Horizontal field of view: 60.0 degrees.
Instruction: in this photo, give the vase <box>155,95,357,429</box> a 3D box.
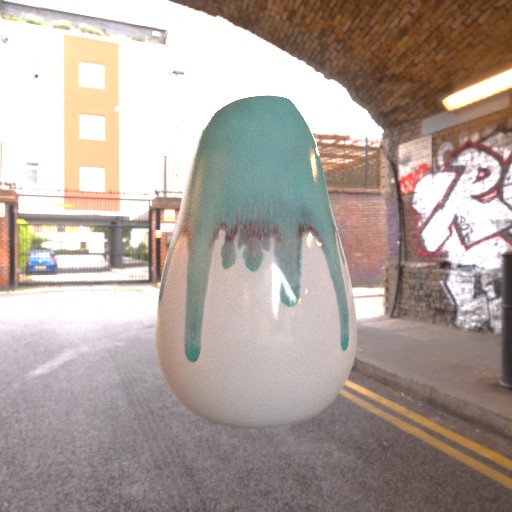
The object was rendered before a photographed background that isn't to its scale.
[{"bbox_3d":[0.000,0.000,0.260,0.116,0.179,0.116,0,0,0],"label":"vase"}]
